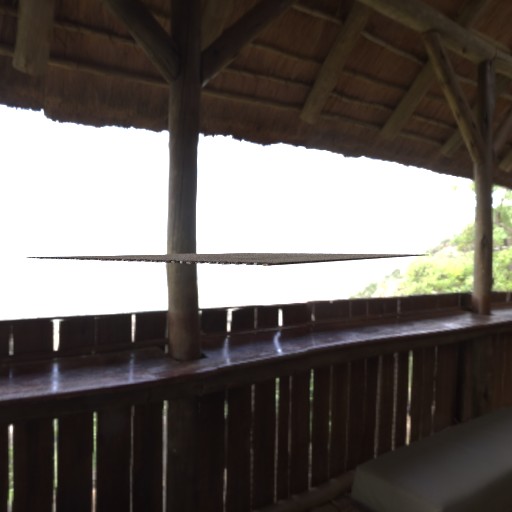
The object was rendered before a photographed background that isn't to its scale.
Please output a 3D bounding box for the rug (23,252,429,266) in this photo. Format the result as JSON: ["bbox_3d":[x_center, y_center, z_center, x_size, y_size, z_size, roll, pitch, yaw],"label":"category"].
[{"bbox_3d":[0.000,0.000,4.309,2.431,0.017,3.291,1,2,35],"label":"rug"}]
